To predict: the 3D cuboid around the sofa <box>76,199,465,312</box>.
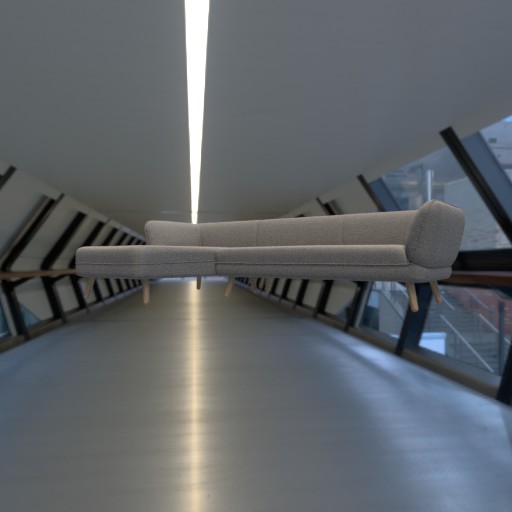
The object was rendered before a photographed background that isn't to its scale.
[{"bbox_3d":[0.000,0.000,3.373,2.653,0.693,1.532,0,0,36],"label":"sofa"}]
